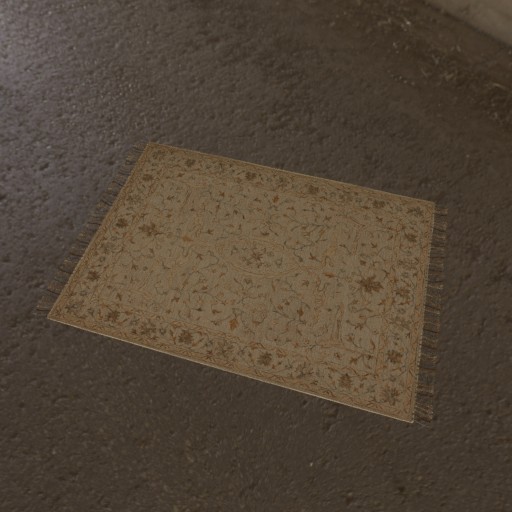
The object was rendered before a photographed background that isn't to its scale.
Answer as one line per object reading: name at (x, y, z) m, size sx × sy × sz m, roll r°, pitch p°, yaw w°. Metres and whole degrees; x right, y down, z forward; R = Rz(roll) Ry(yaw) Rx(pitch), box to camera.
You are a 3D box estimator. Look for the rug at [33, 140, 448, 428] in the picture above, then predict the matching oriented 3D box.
rug at (0.000, 0.000, 2.270) m, size 1.861 × 0.017 × 1.218 m, roll 14°, pitch 59°, yaw 8°
